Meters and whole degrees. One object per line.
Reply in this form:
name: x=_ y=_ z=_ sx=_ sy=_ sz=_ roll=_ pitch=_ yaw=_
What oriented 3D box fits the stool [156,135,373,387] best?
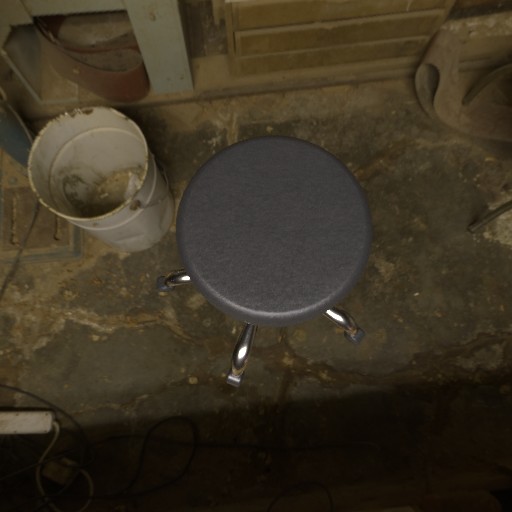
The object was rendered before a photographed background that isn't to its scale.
stool: x=0.000 y=0.000 z=1.161 sx=0.638 sy=0.576 sz=0.673 roll=-5 pitch=77 yaw=-1
